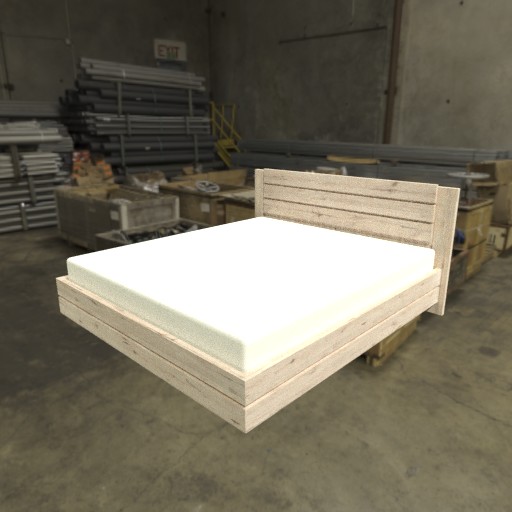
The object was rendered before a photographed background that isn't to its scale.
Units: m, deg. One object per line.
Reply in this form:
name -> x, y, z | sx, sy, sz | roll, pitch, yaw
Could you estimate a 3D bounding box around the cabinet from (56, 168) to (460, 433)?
cabinet -> 0.000, 0.000, 3.148 | 1.950, 0.970, 2.080 | 15, 23, 41
